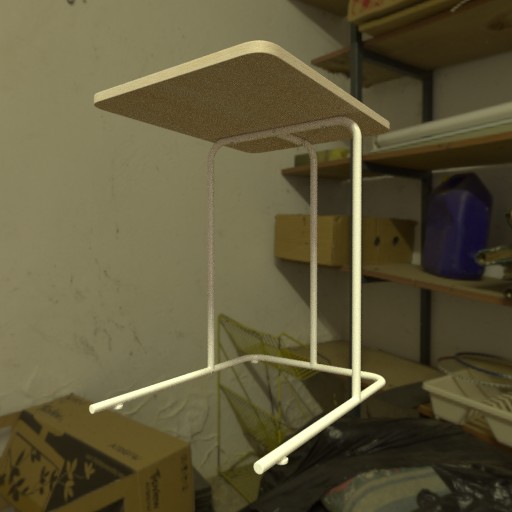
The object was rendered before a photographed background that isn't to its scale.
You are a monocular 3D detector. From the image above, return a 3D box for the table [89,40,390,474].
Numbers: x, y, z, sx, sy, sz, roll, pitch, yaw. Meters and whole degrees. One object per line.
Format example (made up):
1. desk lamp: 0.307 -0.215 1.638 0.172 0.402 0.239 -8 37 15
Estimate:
1. table: 0.000 0.000 0.851 0.370 0.550 0.480 1 1 36
